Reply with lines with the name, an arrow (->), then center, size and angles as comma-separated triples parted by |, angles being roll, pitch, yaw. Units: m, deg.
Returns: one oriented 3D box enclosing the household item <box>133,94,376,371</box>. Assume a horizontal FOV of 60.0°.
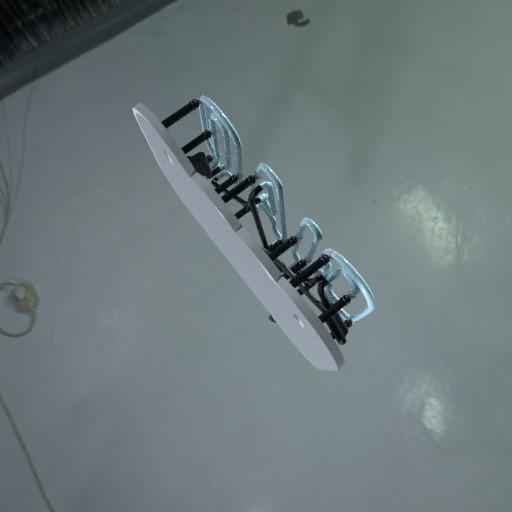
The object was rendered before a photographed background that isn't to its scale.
household item -> 0.000, 0.000, 0.392 | 0.042, 0.294, 0.211 | -37, 79, -8
